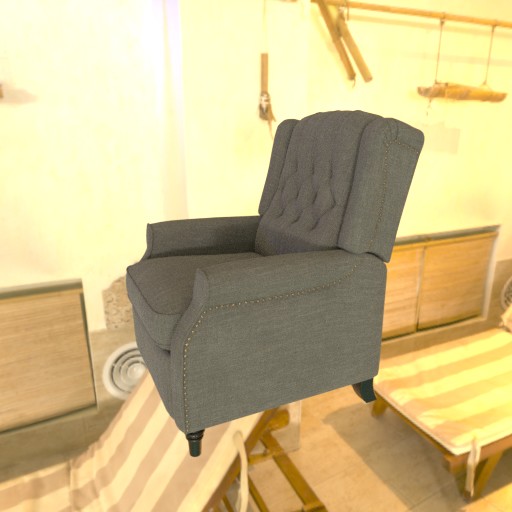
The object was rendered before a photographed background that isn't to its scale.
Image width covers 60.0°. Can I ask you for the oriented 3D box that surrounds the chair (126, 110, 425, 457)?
[{"bbox_3d":[0.000,0.000,1.642,0.898,1.035,0.742,-8,19,-24],"label":"chair"}]
